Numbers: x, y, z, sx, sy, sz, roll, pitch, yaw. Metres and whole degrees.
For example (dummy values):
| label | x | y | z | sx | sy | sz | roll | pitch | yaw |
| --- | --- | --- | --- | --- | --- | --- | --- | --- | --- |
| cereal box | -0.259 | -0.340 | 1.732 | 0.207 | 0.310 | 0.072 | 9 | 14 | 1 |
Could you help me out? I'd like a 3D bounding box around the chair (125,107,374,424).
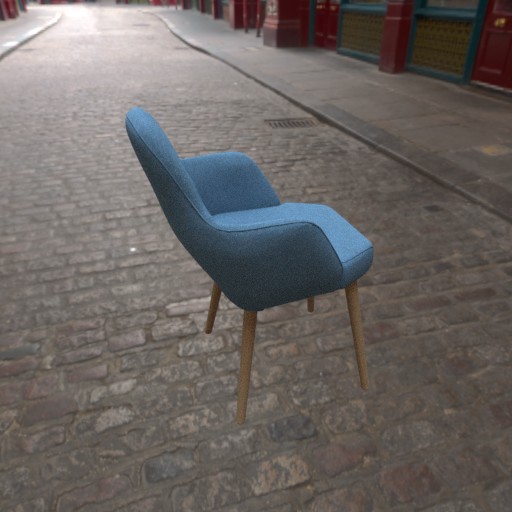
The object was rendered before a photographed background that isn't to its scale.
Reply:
| label | x | y | z | sx | sy | sz | roll | pitch | yaw |
| --- | --- | --- | --- | --- | --- | --- | --- | --- | --- |
| chair | 0.000 | 0.000 | 1.382 | 0.666 | 0.920 | 0.589 | -10 | 32 | -16 |
